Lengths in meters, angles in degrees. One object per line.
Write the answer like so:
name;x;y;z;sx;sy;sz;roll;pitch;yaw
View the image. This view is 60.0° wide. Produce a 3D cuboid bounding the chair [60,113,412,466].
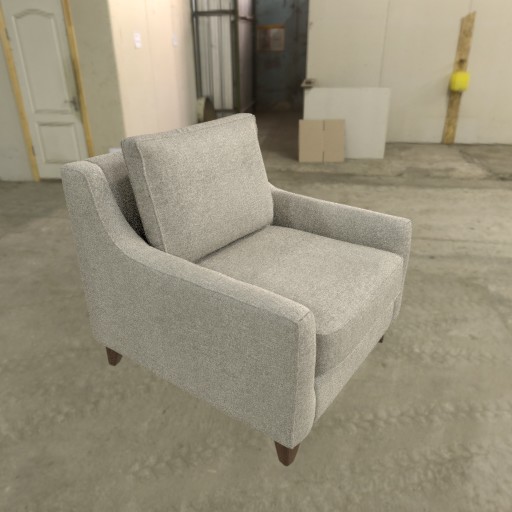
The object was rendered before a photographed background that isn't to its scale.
chair;0.000;0.000;1.570;0.918;0.864;0.838;18;32;32
